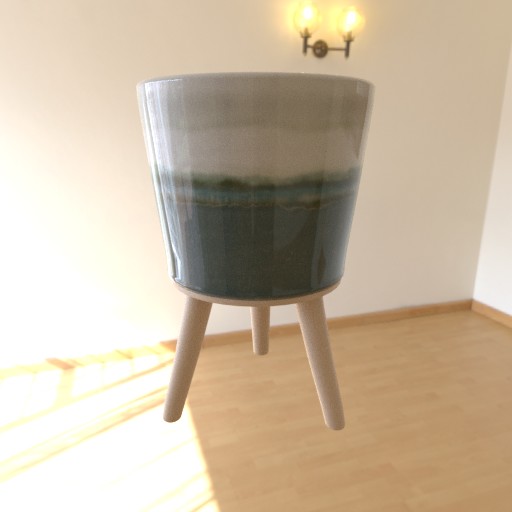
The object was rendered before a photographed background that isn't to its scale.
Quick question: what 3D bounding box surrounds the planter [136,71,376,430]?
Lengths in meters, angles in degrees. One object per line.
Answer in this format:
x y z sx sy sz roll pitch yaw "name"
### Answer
0.000 0.000 0.458 0.217 0.331 0.217 -15 22 -41 "planter"
